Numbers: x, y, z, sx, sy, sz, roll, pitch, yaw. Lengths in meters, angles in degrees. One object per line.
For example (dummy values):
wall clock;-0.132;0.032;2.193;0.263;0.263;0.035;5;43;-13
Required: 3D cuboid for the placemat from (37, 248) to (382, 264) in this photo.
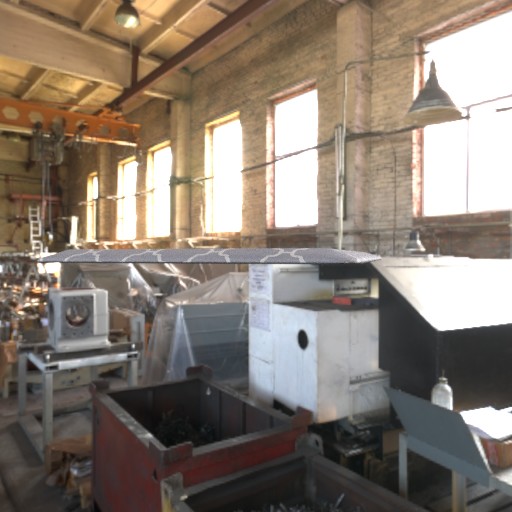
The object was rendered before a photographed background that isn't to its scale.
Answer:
placemat;0.000;0.000;0.976;0.508;0.021;0.762;0;0;18
